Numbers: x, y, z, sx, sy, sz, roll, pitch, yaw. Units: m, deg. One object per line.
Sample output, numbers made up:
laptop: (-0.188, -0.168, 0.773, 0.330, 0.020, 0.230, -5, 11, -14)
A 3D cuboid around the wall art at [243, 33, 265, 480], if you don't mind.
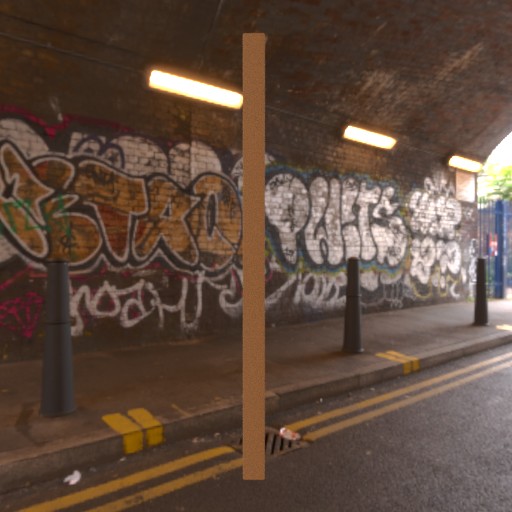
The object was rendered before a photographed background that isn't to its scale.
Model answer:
wall art: (0.000, 0.000, 1.135, 0.037, 0.761, 0.761, 0, 0, 1)
